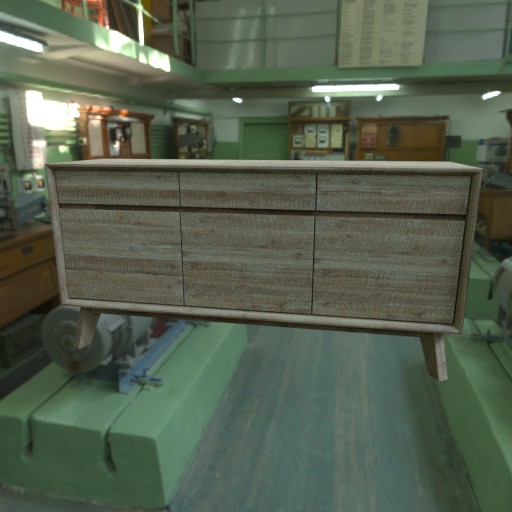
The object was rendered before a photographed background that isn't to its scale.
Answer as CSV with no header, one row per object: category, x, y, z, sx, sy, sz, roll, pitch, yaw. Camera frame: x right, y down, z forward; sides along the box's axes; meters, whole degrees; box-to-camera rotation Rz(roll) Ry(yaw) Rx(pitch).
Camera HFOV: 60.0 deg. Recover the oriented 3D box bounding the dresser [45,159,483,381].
dresser,0.000,0.000,1.912,1.602,0.788,0.455,3,15,10
